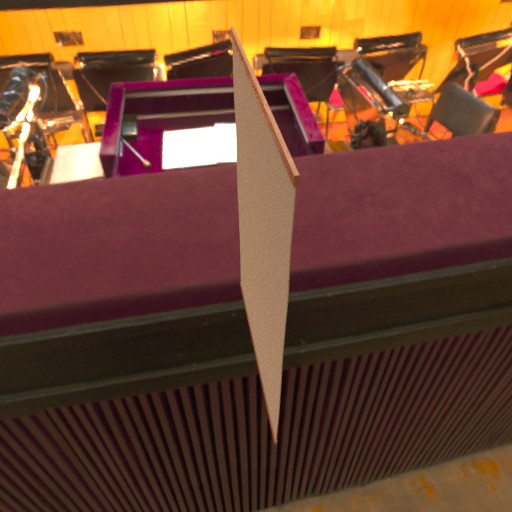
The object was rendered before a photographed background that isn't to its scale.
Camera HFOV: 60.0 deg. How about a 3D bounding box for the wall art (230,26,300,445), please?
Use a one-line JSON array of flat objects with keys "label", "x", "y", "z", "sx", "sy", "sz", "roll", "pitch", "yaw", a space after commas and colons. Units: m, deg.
[{"label": "wall art", "x": 0.000, "y": 0.000, "z": 1.908, "sx": 0.019, "sy": 1.527, "sz": 1.019, "roll": -8, "pitch": 46, "yaw": -7}]
